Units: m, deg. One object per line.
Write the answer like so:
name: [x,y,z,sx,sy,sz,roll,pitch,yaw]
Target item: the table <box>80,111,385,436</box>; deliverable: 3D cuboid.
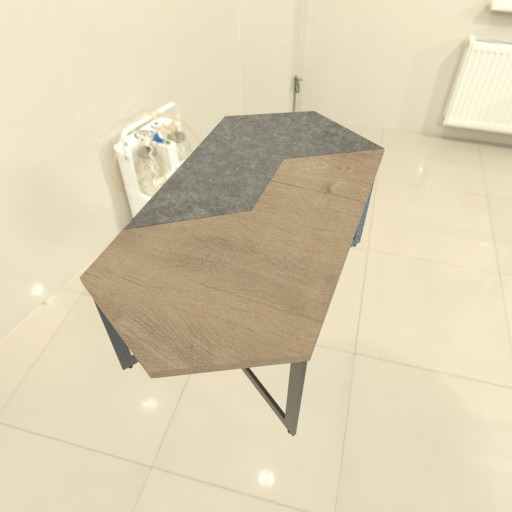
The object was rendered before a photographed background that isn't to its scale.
table: [0.000,0.000,1.492,0.609,0.457,1.219,16,48,15]
